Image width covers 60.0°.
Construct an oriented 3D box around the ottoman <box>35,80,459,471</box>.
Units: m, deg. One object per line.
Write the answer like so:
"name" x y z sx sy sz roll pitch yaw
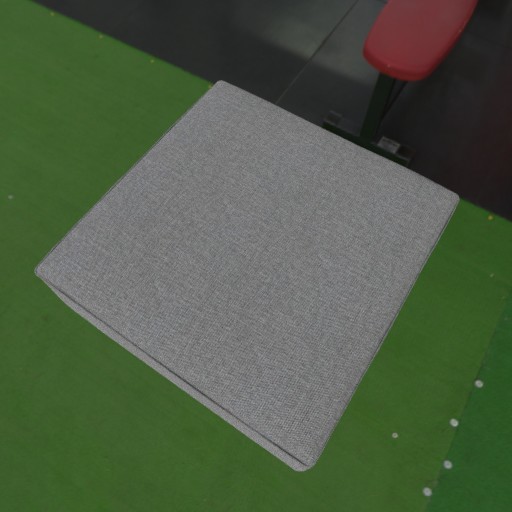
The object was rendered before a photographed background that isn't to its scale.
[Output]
"ottoman" 0.000 0.000 1.575 1.023 0.423 1.017 31 68 15
